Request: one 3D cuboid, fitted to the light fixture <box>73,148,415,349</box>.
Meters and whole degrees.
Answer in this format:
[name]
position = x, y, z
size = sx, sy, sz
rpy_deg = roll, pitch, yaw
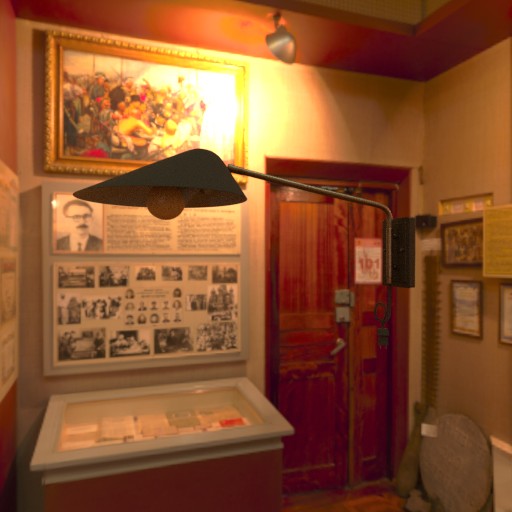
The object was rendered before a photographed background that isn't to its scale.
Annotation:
[light fixture]
position = 0.000, 0.000, 0.674
size = 0.516, 0.312, 0.240
rpy_deg = 0, 0, -17
